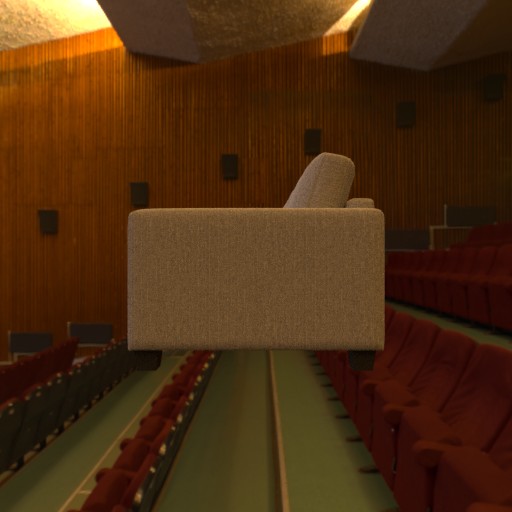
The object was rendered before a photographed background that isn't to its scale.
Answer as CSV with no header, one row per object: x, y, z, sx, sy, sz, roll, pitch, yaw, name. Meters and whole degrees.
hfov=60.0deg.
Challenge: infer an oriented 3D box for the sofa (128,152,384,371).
0.000,0.000,2.569,0.900,0.800,2.120,0,0,0,sofa
